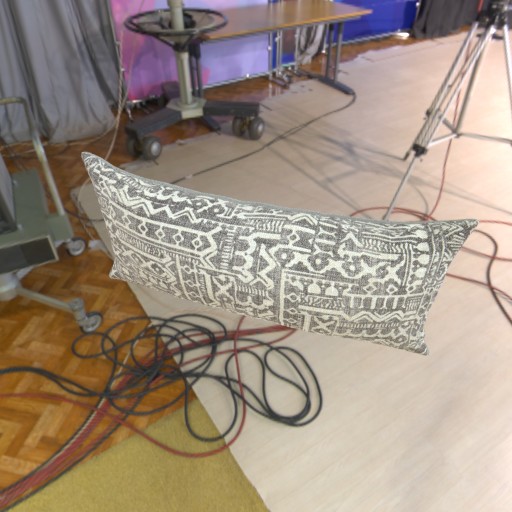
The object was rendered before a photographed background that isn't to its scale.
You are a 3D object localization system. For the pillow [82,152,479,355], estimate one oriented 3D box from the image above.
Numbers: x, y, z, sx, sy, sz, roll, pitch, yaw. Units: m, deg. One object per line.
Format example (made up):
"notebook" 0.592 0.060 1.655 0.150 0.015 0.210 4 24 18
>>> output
"pillow" 0.000 0.000 0.747 0.631 0.290 0.148 12 43 13
